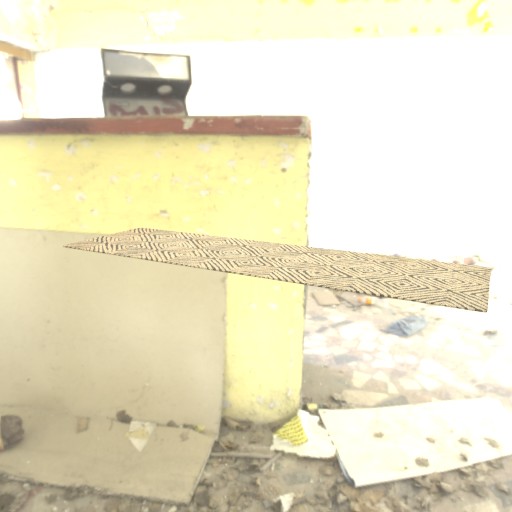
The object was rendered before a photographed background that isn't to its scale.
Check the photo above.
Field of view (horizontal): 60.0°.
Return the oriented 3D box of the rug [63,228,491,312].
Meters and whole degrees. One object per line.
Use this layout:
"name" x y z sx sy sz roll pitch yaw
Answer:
"rug" 0.000 0.000 2.425 2.277 0.008 0.676 7 16 27
